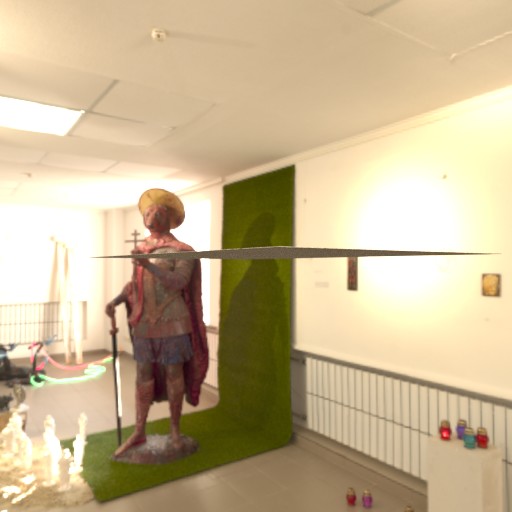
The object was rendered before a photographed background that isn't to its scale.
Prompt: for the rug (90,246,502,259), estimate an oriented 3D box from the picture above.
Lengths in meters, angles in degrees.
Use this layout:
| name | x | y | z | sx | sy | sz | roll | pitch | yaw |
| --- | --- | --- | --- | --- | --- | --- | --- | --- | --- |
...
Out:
| name | x | y | z | sx | sy | sz | roll | pitch | yaw |
| --- | --- | --- | --- | --- | --- | --- | --- | --- | --- |
| rug | 0.000 | 0.000 | 2.948 | 1.524 | 0.005 | 2.439 | 1 | -2 | -35 |
